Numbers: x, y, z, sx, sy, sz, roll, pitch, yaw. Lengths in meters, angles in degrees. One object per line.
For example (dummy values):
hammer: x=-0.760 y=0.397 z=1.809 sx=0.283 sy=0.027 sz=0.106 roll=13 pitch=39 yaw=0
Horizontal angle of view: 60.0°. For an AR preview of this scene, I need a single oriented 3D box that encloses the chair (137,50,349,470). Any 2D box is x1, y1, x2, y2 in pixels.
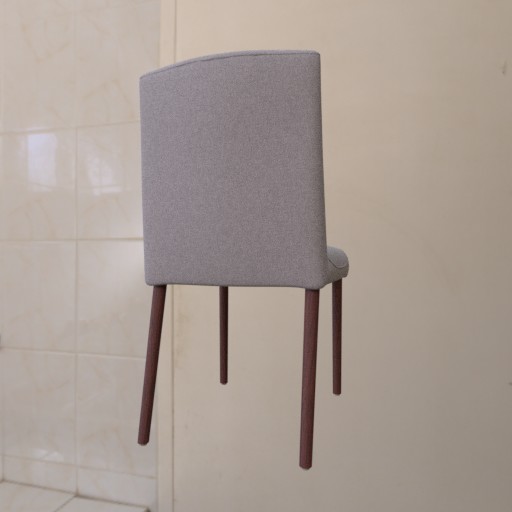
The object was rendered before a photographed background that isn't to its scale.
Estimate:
chair: x=0.000 y=0.000 z=1.199 sx=0.456 sy=0.859 sz=0.570 roll=0 pitch=0 yaw=18
